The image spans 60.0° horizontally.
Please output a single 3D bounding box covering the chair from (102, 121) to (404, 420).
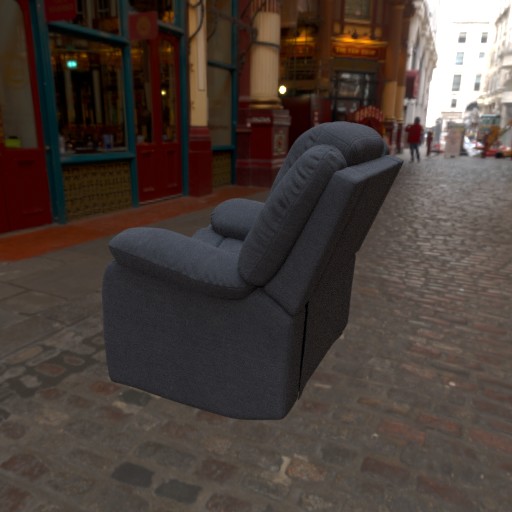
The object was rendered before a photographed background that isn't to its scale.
[{"bbox_3d":[0.000,0.000,1.739,0.944,1.008,0.899,8,18,25],"label":"chair"}]
